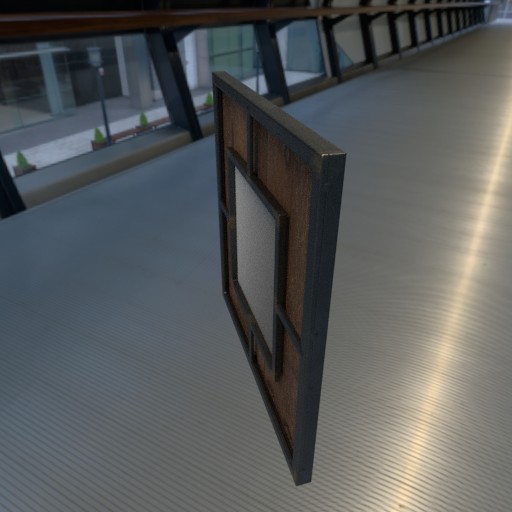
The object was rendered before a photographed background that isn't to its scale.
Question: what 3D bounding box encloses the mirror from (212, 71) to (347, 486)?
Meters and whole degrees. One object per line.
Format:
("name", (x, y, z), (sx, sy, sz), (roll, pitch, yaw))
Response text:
("mirror", (0.000, 0.000, 0.558), (0.020, 0.381, 0.382), (-8, 32, -14))
